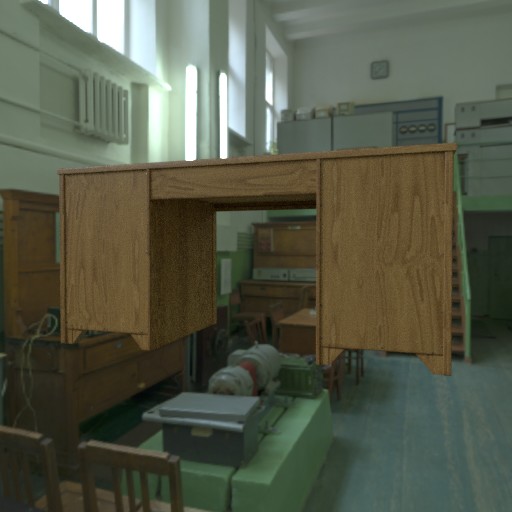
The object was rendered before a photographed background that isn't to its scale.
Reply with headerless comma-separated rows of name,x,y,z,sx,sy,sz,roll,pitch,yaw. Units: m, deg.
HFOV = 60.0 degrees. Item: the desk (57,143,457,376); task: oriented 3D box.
desk,0.000,0.000,1.987,1.567,0.751,0.685,0,1,18
